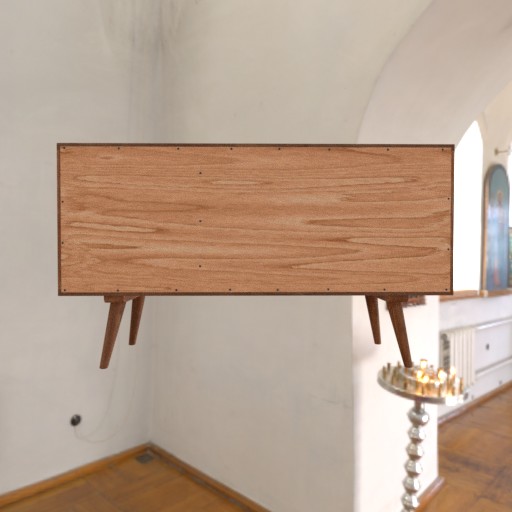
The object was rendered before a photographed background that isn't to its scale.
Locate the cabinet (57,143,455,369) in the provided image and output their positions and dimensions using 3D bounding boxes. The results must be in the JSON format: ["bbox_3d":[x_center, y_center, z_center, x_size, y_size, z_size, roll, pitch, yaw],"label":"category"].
[{"bbox_3d":[0.000,0.000,1.800,1.400,0.800,0.472,0,1,-1],"label":"cabinet"}]
